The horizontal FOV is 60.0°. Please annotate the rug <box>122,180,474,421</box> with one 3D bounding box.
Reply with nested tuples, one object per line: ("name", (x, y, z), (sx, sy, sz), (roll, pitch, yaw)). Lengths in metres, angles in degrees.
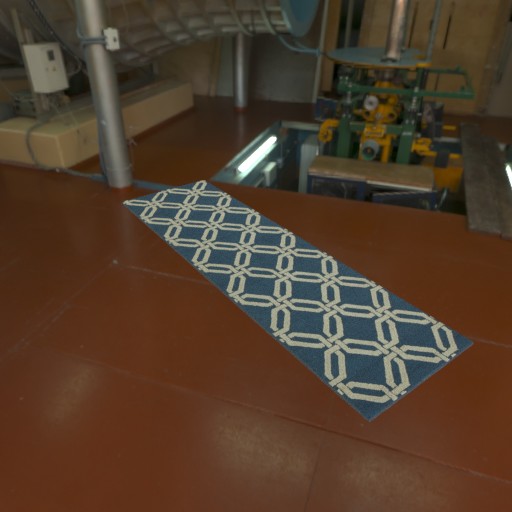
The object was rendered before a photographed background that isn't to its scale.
("rug", (0.000, 0.000, 2.532), (0.678, 0.014, 2.276), (-22, 38, -30))
